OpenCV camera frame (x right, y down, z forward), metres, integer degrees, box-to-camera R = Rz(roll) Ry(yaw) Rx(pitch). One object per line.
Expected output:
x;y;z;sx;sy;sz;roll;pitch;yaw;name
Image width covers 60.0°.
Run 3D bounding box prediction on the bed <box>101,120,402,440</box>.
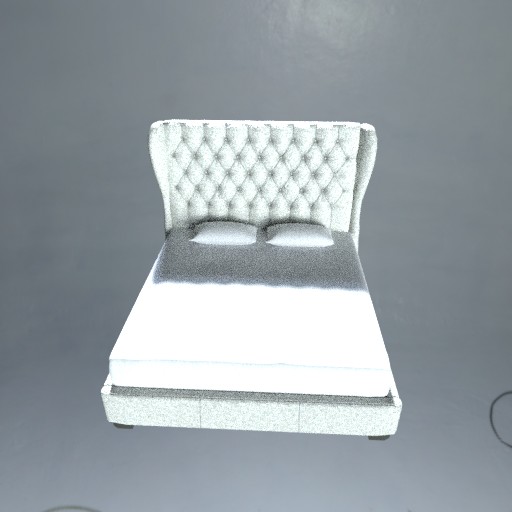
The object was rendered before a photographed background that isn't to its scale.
0.000;0.000;3.849;2.219;1.771;2.347;2;30;3;bed
